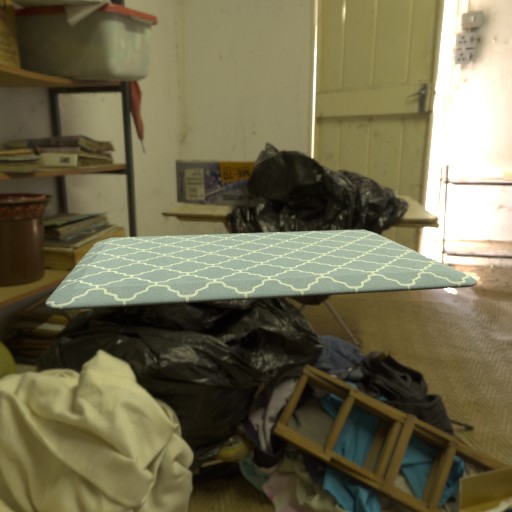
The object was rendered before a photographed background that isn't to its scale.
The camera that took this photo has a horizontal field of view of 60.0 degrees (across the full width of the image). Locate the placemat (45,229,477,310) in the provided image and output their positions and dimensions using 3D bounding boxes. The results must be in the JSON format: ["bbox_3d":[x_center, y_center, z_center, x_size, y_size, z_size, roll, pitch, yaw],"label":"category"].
[{"bbox_3d":[0.000,0.000,0.983,0.762,0.021,0.508,-2,14,-9],"label":"placemat"}]
